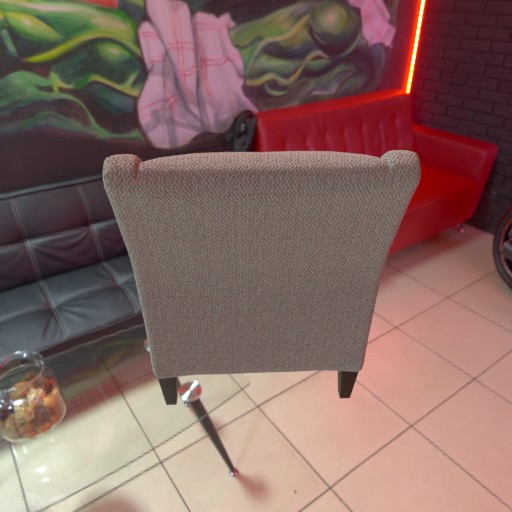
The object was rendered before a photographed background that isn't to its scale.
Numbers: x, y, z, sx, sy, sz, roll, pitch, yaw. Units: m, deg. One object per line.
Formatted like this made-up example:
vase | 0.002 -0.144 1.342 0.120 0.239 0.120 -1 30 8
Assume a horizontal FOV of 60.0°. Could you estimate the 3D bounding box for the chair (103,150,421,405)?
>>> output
chair | 0.000 0.000 1.632 0.774 1.014 0.870 -1 31 -2
